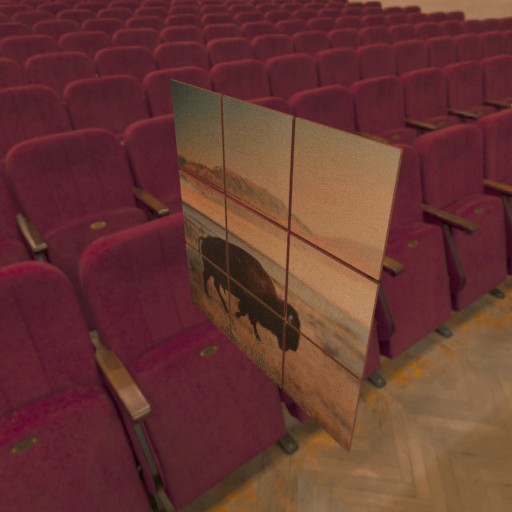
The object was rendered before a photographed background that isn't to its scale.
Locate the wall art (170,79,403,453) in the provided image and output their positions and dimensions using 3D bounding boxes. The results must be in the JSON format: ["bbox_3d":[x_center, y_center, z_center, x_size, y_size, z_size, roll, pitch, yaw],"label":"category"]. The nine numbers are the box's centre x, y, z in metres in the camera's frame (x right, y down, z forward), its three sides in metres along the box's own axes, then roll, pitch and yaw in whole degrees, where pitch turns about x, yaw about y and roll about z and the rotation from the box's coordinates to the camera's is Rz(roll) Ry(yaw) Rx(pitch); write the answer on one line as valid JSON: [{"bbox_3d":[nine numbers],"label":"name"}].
[{"bbox_3d":[0.000,0.000,2.317,0.019,1.532,1.533,-22,37,-31],"label":"wall art"}]
